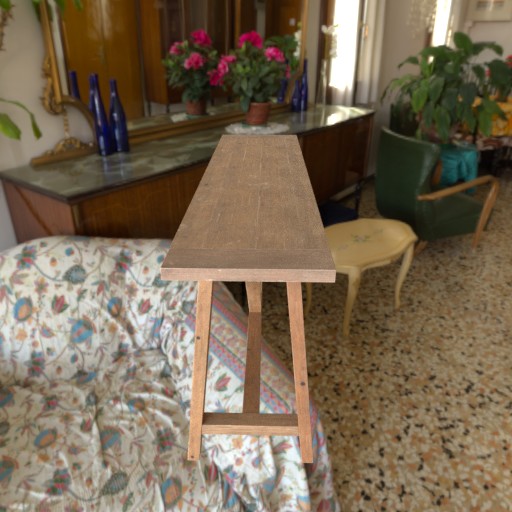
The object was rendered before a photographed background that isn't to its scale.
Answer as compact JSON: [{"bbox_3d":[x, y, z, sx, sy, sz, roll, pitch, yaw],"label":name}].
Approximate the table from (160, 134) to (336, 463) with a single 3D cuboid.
[{"bbox_3d":[0.000,0.000,2.154,0.465,0.810,1.800,1,26,1],"label":"table"}]
